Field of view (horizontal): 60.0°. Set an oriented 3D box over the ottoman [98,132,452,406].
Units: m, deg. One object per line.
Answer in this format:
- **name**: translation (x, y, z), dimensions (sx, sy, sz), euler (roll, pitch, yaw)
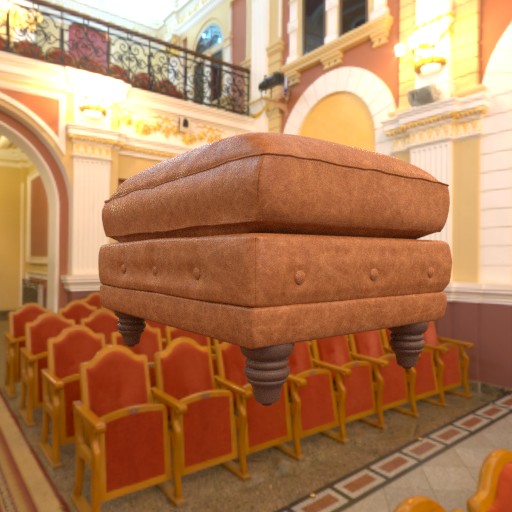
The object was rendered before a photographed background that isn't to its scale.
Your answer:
- **ottoman**: translation (0.000, 0.000, 1.063), dimensions (0.533, 0.480, 0.710), euler (0, 0, -37)
